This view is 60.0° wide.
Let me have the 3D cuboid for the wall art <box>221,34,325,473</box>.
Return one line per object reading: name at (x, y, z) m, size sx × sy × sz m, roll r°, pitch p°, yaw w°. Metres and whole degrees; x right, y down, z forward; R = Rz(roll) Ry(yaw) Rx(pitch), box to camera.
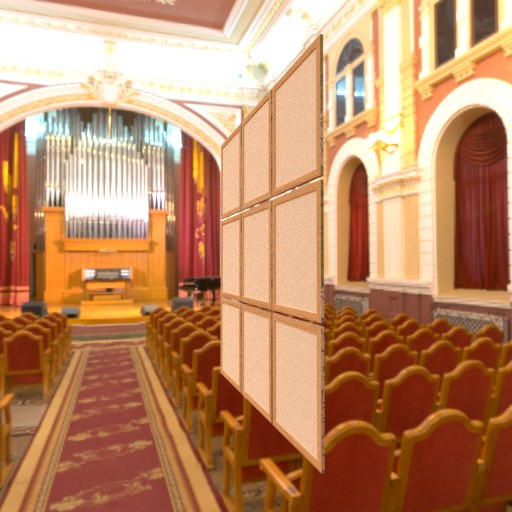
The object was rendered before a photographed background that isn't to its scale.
wall art at (0.000, 0.000, 2.271) m, size 0.013 × 1.534 × 1.519 m, roll 0°, pitch -1°, yaw -18°
